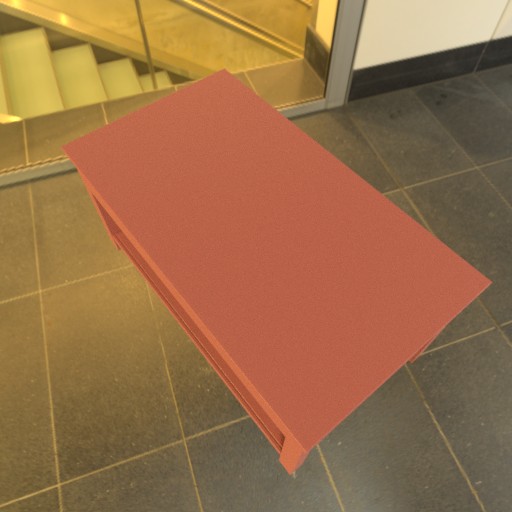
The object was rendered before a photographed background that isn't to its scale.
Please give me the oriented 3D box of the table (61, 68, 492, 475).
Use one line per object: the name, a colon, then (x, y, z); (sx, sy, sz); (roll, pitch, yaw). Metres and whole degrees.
table: (0.000, 0.000, 1.388); (0.612, 0.493, 1.068); (-34, 63, -20)
